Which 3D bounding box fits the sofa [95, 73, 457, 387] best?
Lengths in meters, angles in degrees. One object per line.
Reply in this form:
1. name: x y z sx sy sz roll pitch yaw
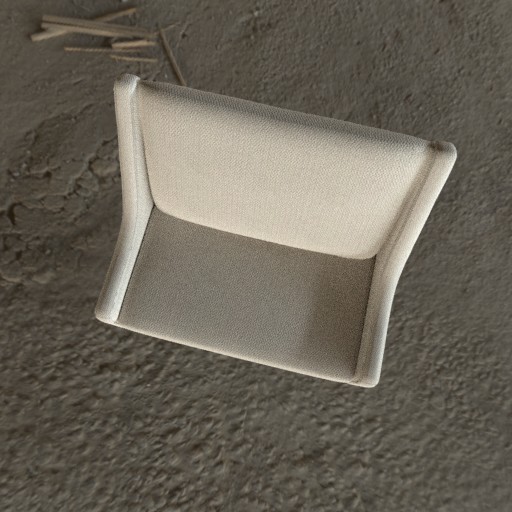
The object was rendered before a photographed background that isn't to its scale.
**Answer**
1. sofa: 0.000 0.000 1.920 1.242 1.022 0.870 13 76 3
